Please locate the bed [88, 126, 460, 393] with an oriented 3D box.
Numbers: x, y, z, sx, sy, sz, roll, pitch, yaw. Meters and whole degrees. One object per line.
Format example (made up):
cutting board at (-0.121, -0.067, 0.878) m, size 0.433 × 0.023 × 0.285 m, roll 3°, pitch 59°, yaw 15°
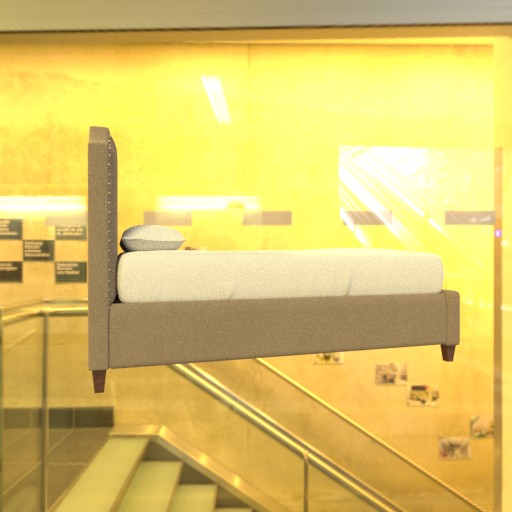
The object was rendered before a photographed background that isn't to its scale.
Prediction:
bed at (0.000, 0.000, 3.404) m, size 2.329 × 1.415 × 1.703 m, roll 0°, pitch 0°, yaw -18°
